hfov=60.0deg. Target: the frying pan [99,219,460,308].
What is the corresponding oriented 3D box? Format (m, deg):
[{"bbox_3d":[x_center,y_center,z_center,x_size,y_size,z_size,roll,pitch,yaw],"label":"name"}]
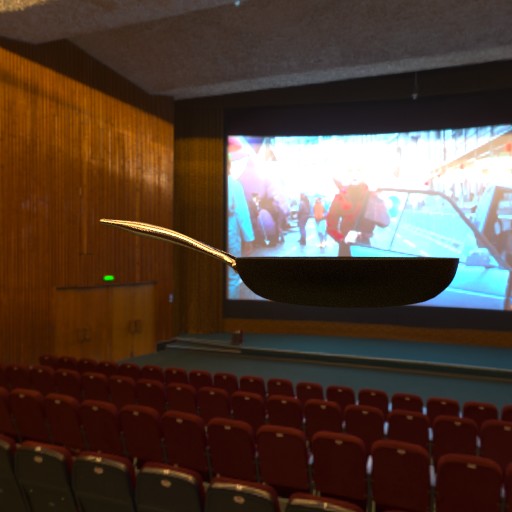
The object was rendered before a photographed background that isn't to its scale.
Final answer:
[{"bbox_3d":[0.000,0.000,0.564,0.472,0.105,0.255,0,1,19],"label":"frying pan"}]
